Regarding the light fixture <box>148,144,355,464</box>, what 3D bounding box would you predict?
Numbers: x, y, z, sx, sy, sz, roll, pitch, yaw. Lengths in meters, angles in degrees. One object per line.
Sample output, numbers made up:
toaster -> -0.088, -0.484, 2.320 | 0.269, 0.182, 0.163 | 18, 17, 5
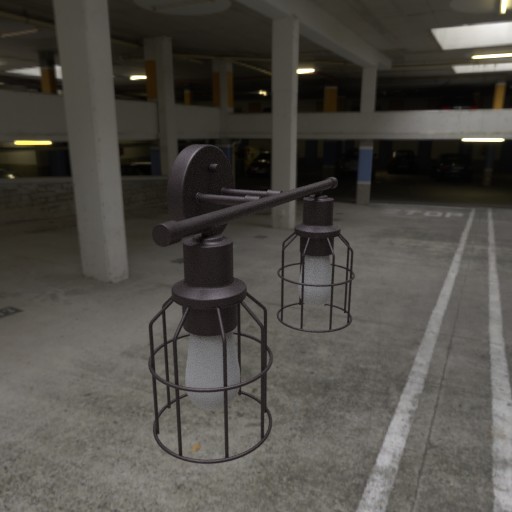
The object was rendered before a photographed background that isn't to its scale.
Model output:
light fixture -> 0.000, 0.000, 0.524 | 0.165, 0.254, 0.406 | 8, 17, 26
